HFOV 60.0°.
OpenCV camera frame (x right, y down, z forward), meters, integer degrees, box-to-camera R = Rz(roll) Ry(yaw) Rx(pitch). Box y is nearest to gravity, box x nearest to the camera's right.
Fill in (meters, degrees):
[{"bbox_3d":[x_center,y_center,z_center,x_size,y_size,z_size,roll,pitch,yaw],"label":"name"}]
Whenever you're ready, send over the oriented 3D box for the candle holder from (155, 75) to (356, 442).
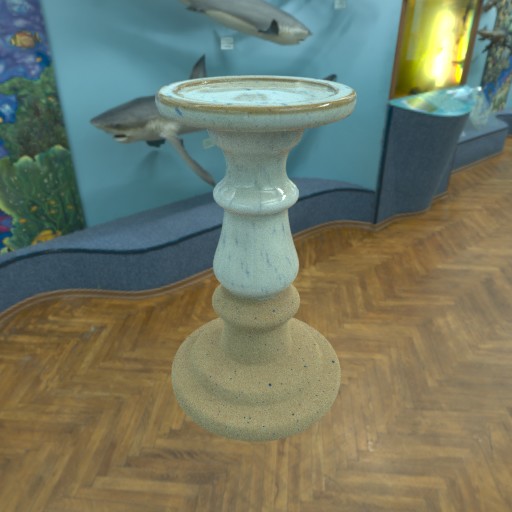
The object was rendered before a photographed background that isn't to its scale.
[{"bbox_3d":[0.000,0.000,0.281,0.123,0.202,0.123,0,29,0],"label":"candle holder"}]
